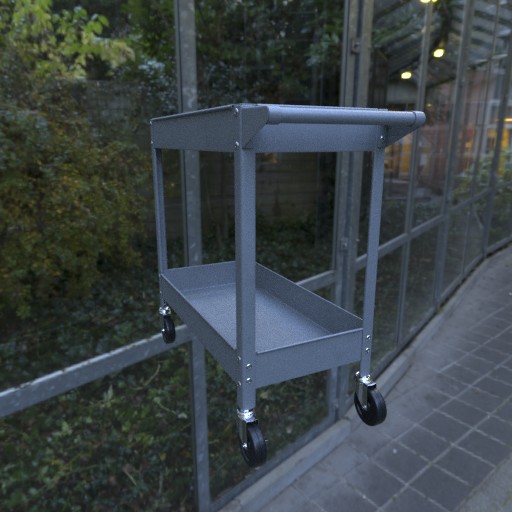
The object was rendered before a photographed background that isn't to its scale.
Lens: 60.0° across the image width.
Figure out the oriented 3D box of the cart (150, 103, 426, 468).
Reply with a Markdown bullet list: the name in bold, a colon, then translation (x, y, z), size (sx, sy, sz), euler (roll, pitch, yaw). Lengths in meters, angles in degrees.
- **cart**: translation (0.000, 0.000, 1.179), size (0.366, 0.719, 0.779), euler (-7, 16, -25)
